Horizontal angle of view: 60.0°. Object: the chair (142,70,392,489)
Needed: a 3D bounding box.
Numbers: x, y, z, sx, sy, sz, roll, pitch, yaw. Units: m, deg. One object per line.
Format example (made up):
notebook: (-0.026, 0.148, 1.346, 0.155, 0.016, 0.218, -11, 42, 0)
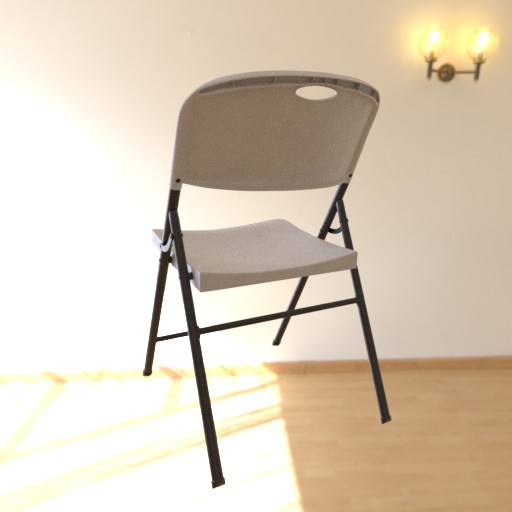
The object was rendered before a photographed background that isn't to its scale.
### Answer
chair: (0.000, 0.000, 1.147, 0.494, 0.810, 0.566, -7, 15, -28)
